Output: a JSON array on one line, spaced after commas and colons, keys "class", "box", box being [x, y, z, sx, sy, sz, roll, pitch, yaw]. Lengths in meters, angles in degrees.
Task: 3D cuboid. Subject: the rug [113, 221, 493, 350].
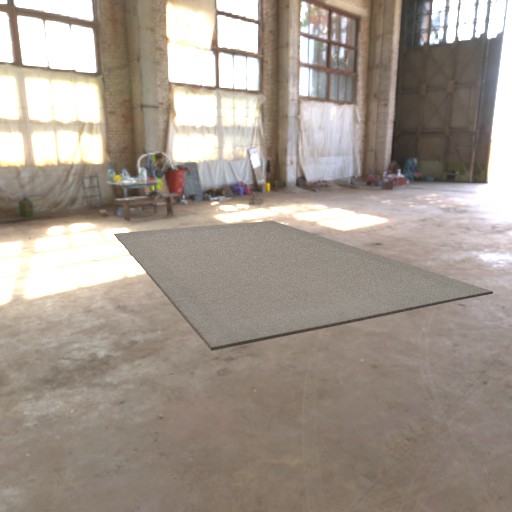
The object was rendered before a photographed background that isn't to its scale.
[{"class": "rug", "box": [0.000, 0.000, 3.011, 1.524, 0.014, 2.438, -7, 15, -25]}]
